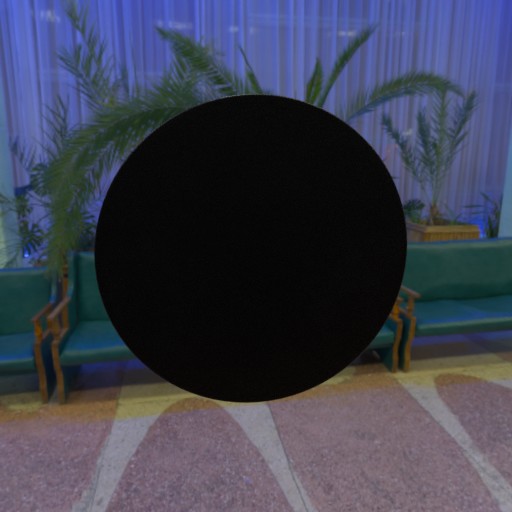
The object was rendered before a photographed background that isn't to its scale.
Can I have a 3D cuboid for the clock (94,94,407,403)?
[{"bbox_3d":[0.000,0.000,0.459,0.314,0.314,0.040,-2,13,-8],"label":"clock"}]
